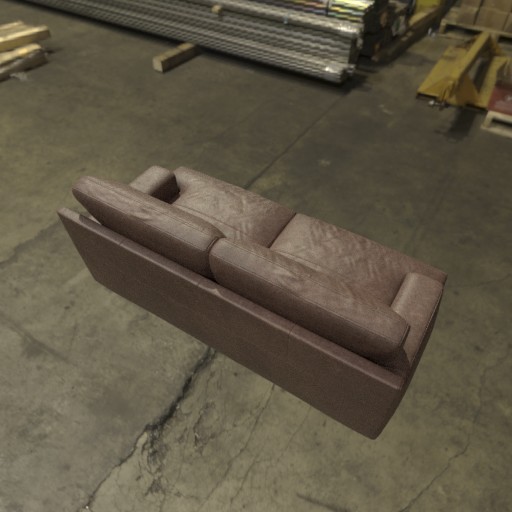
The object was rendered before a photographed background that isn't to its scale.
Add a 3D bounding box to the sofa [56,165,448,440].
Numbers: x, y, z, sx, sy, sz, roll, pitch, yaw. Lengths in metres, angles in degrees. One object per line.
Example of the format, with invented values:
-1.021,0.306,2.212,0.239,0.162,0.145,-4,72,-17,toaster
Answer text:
0.000,0.000,2.822,2.261,0.941,1.143,25,52,22,sofa
